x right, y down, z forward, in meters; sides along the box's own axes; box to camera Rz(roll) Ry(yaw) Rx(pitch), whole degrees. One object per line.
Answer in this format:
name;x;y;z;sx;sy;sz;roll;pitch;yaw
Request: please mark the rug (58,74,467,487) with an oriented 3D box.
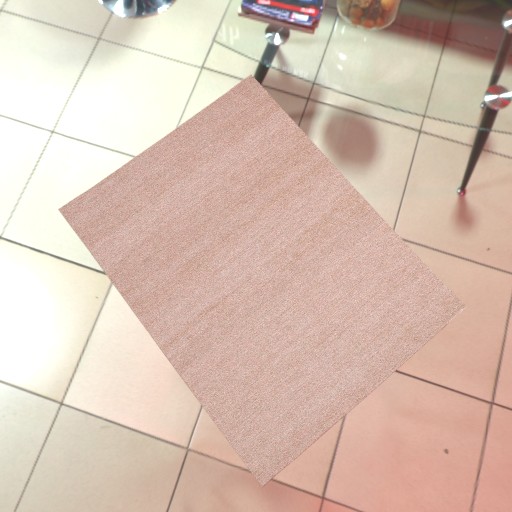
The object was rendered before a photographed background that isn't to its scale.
rug;0.000;0.000;4.210;2.434;0.045;3.202;-38;78;-9
